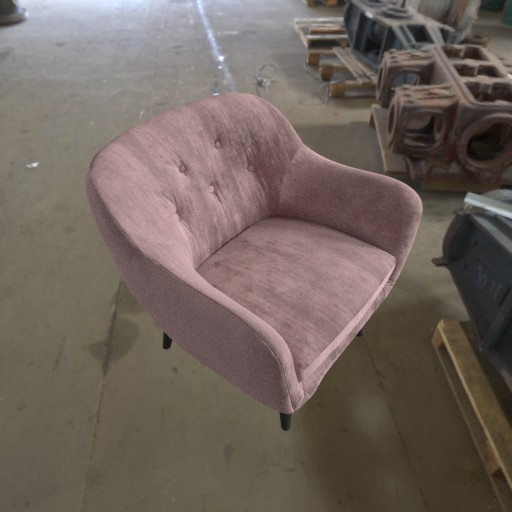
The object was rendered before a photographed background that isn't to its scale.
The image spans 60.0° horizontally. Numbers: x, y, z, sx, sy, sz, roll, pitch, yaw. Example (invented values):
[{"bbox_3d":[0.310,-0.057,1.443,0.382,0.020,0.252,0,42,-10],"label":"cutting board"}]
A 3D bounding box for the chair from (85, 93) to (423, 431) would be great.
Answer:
[{"bbox_3d":[0.000,0.000,1.519,0.820,0.820,0.840,28,49,28],"label":"chair"}]
